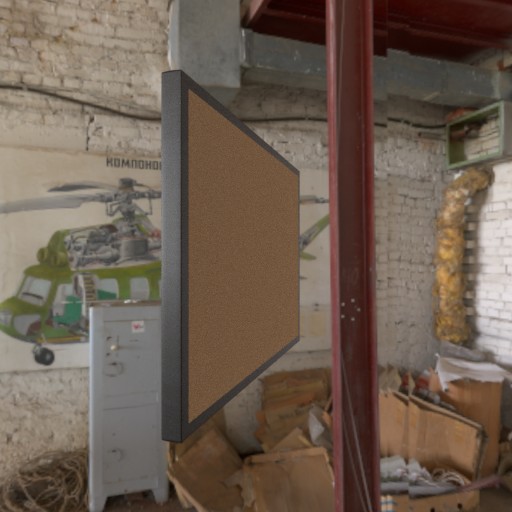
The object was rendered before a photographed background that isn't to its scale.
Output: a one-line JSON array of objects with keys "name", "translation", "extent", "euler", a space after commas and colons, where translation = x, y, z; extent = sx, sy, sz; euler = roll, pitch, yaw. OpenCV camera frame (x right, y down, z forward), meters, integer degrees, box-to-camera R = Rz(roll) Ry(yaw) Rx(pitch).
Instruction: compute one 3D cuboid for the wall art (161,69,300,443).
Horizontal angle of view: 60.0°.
[{"name": "wall art", "translation": [0.000, 0.000, 1.160], "extent": [0.038, 0.612, 0.912], "euler": [0, 0, 18]}]
